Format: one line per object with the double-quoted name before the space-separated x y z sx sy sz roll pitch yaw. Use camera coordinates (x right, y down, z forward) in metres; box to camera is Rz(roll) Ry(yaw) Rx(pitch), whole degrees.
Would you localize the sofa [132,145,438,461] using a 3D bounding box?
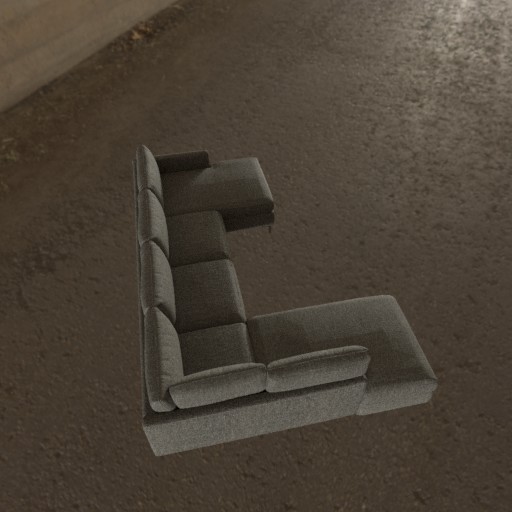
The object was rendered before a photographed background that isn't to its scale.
"sofa" 0.000 0.000 3.639 1.879 0.756 2.737 -9 47 -8
